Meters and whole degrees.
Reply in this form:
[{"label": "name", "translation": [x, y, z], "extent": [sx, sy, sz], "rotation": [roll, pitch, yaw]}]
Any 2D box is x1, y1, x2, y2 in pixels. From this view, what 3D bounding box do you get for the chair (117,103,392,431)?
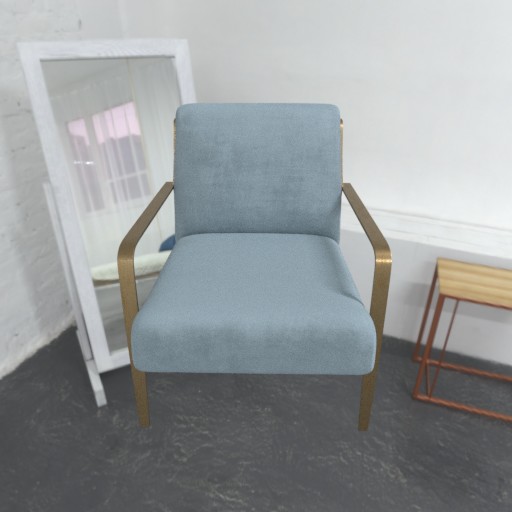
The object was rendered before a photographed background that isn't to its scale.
[{"label": "chair", "translation": [0.000, 0.000, 1.460], "extent": [0.701, 0.824, 0.842], "rotation": [1, 29, 1]}]
